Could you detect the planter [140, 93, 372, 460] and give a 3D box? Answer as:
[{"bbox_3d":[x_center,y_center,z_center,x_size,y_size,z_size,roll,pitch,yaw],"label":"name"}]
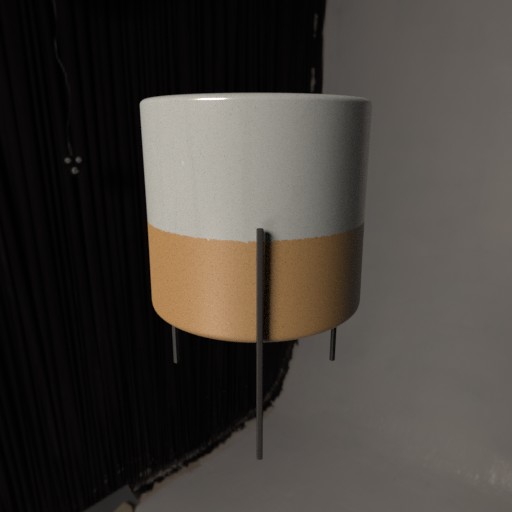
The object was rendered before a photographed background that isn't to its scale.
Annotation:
[{"bbox_3d":[0.000,0.000,0.653,0.310,0.432,0.310,15,22,41],"label":"planter"}]
